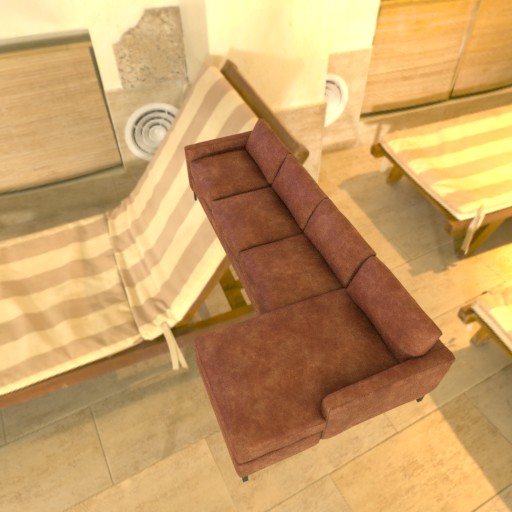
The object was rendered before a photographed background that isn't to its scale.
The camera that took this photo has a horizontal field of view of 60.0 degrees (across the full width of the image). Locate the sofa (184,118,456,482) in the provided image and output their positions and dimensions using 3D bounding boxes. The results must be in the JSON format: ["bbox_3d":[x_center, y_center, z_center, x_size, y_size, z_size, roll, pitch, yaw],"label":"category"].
[{"bbox_3d":[0.000,0.000,3.660,1.471,0.859,2.993,-17,49,-15],"label":"sofa"}]
